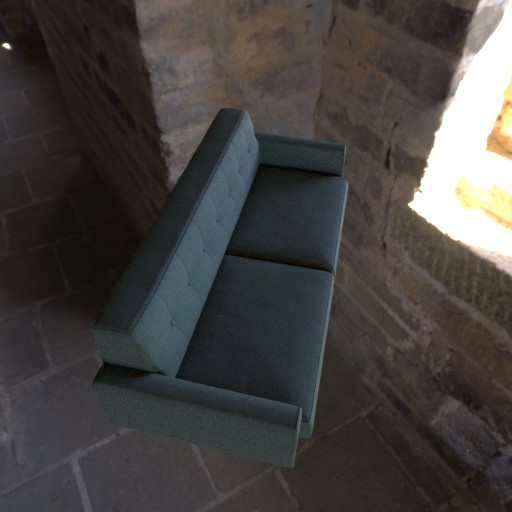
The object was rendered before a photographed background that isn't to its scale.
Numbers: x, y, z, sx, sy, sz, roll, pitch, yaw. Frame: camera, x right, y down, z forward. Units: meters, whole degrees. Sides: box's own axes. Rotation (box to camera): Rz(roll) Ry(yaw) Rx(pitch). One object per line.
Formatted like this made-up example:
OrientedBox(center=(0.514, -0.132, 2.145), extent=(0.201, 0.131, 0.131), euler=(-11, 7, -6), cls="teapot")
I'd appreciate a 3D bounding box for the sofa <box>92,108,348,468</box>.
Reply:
OrientedBox(center=(0.000, 0.000, 2.507), extent=(0.909, 0.841, 2.029), euler=(10, 47, 9), cls="sofa")
